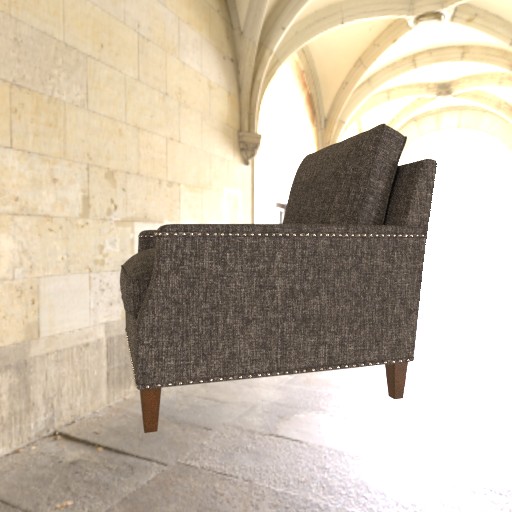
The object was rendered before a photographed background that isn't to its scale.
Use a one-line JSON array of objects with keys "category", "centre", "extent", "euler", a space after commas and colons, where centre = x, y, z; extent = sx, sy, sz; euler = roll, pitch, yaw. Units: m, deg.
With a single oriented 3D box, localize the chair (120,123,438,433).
[{"category": "chair", "centre": [0.000, 0.000, 1.730], "extent": [1.014, 0.943, 0.853], "euler": [-1, 2, -18]}]
